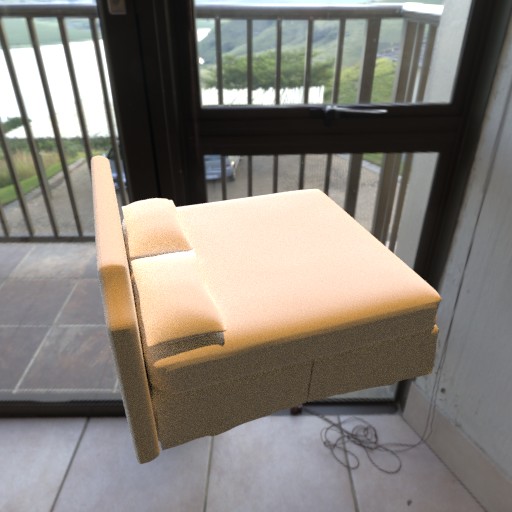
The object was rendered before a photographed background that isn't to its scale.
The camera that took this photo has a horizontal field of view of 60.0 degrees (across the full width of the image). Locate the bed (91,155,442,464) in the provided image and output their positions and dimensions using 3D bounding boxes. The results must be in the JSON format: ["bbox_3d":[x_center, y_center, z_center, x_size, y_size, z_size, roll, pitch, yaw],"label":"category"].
[{"bbox_3d":[0.000,0.000,3.460,2.204,1.301,2.160,-10,33,-16],"label":"bed"}]
